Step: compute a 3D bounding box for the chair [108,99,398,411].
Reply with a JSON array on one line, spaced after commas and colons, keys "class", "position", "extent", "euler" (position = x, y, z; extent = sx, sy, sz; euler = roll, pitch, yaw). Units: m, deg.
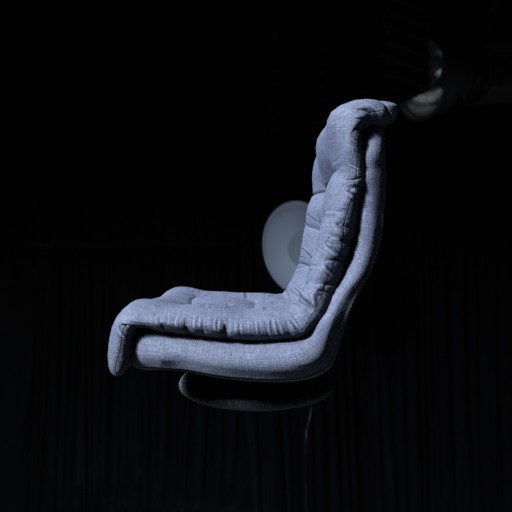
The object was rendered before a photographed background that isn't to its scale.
[{"class": "chair", "position": [0.000, 0.000, 1.242], "extent": [0.668, 0.749, 0.597], "euler": [0, -1, 1]}]
